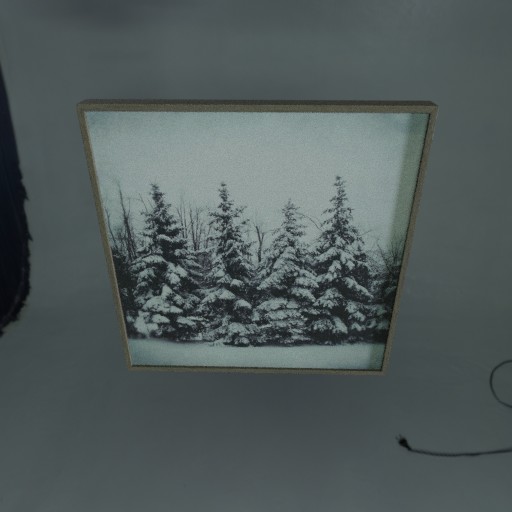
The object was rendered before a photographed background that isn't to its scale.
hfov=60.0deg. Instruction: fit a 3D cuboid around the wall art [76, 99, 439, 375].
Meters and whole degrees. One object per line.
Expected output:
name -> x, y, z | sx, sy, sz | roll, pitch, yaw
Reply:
wall art -> 0.000, 0.000, 0.761 | 0.507, 0.507, 0.037 | 1, 30, 1
